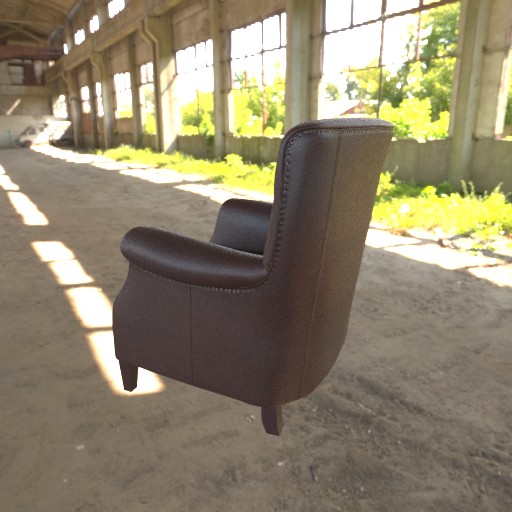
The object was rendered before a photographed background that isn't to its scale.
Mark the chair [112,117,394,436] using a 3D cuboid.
[{"bbox_3d":[0.000,0.000,1.355,0.746,0.800,0.700,7,18,24],"label":"chair"}]
